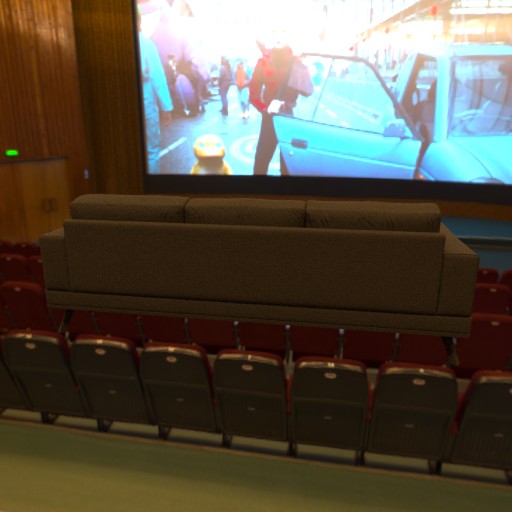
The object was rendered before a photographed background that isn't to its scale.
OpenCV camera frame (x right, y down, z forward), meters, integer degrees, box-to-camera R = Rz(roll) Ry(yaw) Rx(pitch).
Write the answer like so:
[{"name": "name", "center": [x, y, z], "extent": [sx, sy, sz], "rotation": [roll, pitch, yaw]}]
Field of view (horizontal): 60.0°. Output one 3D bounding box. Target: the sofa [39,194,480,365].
[{"name": "sofa", "center": [0.000, 0.000, 2.735], "extent": [2.310, 0.810, 0.920], "rotation": [3, 17, 9]}]
